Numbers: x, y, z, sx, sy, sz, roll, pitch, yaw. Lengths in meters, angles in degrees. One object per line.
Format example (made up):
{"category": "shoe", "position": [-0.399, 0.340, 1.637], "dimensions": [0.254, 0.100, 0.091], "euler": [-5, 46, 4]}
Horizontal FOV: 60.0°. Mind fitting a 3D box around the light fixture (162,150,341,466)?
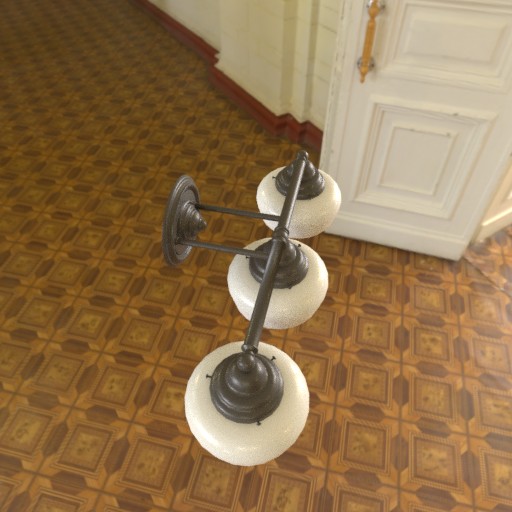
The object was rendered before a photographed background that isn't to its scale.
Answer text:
{"category": "light fixture", "position": [0.000, 0.000, 0.699], "dimensions": [0.239, 0.242, 0.587], "euler": [10, 48, 9]}
